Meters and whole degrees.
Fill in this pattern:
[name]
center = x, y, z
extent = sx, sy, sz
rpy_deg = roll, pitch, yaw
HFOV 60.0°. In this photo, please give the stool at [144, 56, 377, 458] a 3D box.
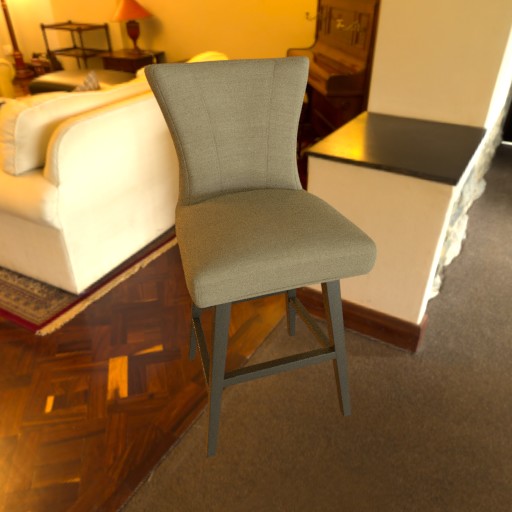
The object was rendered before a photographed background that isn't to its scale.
[stool]
center = 0.000, 0.000, 1.407
extent = 0.514, 1.086, 0.574
rpy_deg = -10, 34, -16
